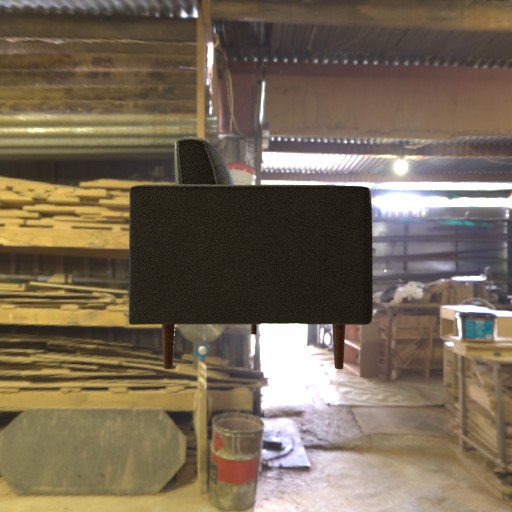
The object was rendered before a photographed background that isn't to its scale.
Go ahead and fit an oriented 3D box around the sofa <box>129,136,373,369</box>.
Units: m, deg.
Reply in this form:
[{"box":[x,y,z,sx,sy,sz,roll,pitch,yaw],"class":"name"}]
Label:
[{"box":[0.000,0.000,2.547,0.879,0.899,2.029,0,-1,0],"class":"sofa"}]
